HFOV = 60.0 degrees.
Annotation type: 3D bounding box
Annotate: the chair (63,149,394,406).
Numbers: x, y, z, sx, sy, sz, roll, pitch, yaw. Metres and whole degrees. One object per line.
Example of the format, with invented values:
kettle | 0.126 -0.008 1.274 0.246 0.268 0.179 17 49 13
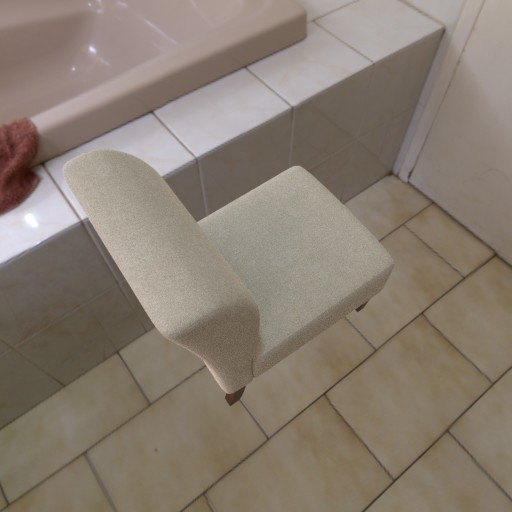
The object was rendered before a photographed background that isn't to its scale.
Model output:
chair | 0.000 0.000 1.358 0.754 0.833 0.521 -31 63 -17
